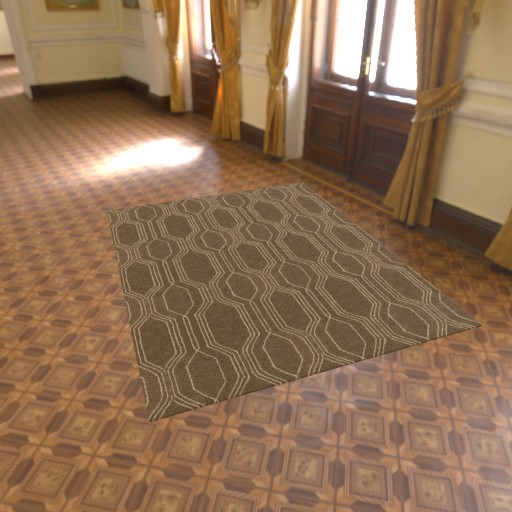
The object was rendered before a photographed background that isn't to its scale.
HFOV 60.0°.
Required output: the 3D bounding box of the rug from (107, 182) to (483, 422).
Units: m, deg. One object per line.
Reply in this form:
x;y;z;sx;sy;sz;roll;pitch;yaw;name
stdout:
0.000;0.000;4.149;2.457;0.012;3.062;-11;32;-18;rug
